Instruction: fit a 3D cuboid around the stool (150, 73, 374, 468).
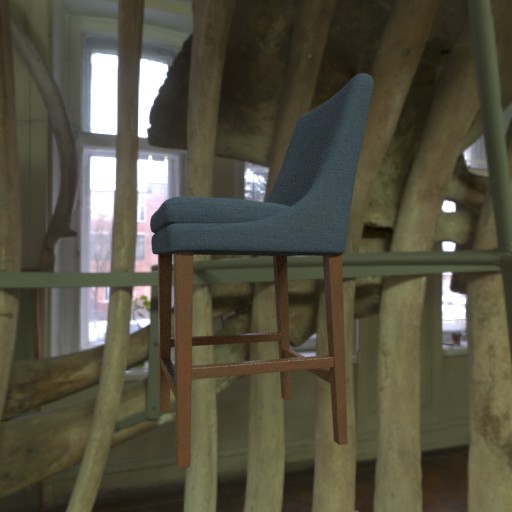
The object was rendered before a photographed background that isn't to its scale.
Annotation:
[{"bbox_3d":[0.000,0.000,1.297,0.577,0.981,0.470,0,0,-18],"label":"stool"}]
